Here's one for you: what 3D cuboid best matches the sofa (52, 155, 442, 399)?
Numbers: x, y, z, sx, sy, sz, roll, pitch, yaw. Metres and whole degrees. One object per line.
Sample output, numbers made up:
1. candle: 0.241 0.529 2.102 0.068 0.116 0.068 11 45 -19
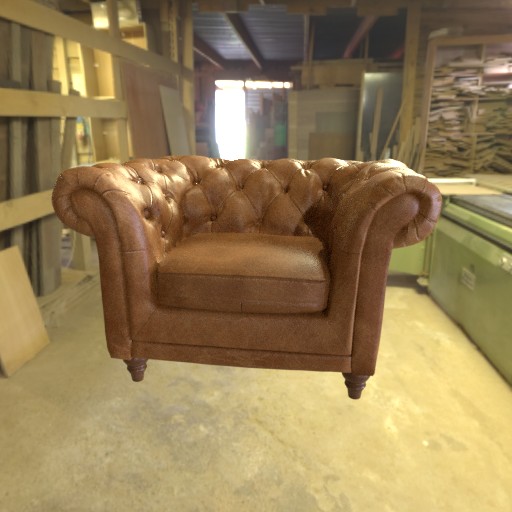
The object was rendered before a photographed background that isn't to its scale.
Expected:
1. sofa: 0.000 0.000 2.047 1.405 0.878 1.033 2 16 8
